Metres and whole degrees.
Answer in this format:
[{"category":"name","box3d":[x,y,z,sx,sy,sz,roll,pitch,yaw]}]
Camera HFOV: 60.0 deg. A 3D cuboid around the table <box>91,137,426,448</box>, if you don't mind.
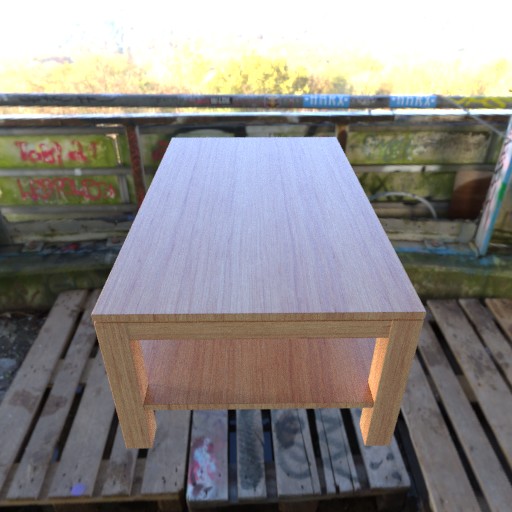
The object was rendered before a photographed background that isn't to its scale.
[{"category":"table","box3d":[0.000,0.000,1.522,0.695,0.457,1.146,0,33,-1]}]
